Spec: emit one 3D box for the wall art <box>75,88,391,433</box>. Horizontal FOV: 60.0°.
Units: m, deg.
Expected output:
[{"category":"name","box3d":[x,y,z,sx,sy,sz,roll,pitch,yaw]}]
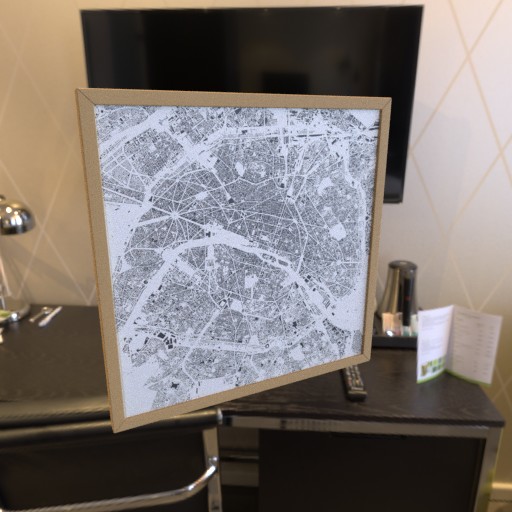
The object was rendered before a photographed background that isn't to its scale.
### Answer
[{"category":"wall art","box3d":[0.000,0.000,1.108,0.761,0.761,0.037,-8,18,-25]}]
